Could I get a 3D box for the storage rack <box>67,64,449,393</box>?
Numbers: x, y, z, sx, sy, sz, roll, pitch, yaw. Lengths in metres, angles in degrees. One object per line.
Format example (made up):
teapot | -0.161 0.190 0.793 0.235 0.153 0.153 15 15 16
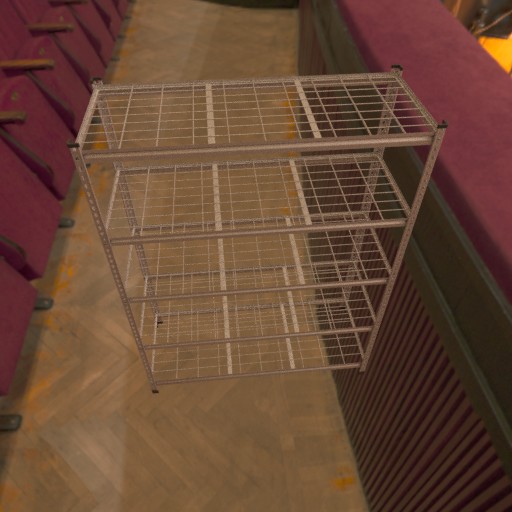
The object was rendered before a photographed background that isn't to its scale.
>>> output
storage rack | 0.000 0.000 2.668 1.524 1.981 0.610 -4 46 -4
